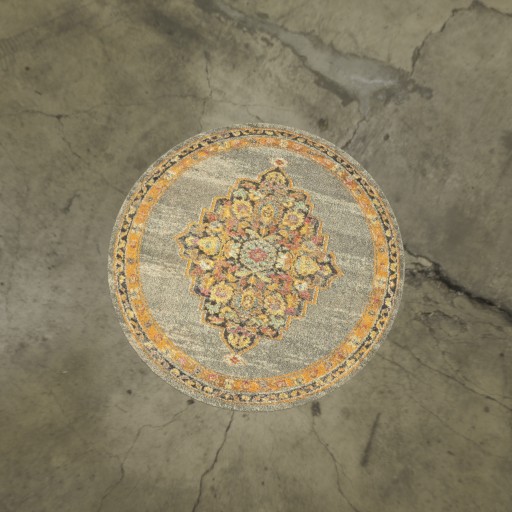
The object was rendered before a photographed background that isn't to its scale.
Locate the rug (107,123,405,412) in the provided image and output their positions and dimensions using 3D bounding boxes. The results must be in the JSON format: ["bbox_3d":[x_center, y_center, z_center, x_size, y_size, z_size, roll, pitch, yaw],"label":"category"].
[{"bbox_3d":[0.000,0.000,2.391,1.598,0.010,1.598,0,76,0],"label":"rug"}]
